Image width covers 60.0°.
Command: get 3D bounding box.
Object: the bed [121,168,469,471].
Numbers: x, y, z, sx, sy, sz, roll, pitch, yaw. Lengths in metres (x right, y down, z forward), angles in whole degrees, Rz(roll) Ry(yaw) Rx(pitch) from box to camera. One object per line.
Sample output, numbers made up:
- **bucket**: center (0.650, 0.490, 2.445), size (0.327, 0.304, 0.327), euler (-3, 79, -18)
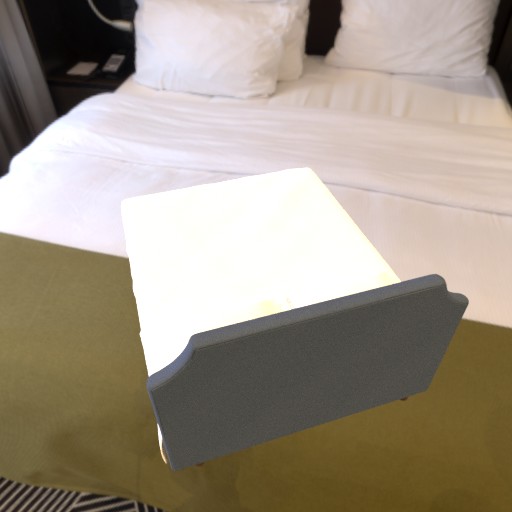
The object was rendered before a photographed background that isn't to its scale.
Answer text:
- **bed**: center (0.000, 0.000, 4.065), size (2.350, 1.488, 2.773), euler (-12, 43, -13)
